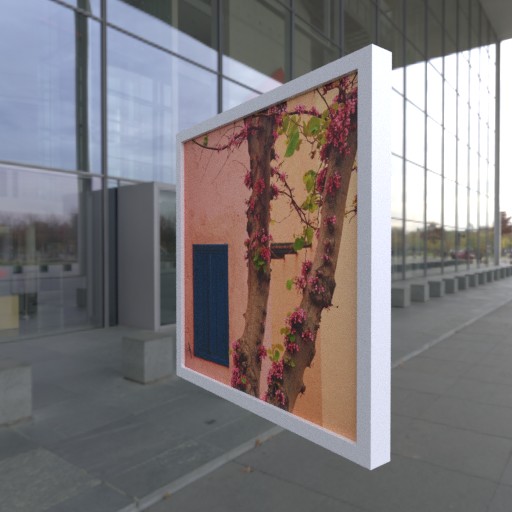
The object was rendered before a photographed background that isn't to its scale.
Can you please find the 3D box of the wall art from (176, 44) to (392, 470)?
[{"bbox_3d":[0.000,0.000,0.742,0.038,0.508,0.507,-1,1,-37],"label":"wall art"}]
